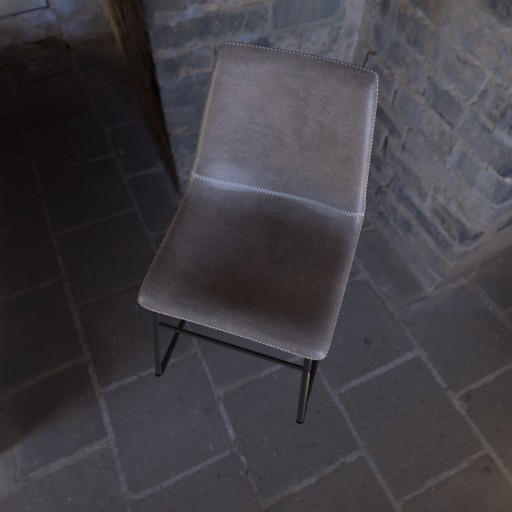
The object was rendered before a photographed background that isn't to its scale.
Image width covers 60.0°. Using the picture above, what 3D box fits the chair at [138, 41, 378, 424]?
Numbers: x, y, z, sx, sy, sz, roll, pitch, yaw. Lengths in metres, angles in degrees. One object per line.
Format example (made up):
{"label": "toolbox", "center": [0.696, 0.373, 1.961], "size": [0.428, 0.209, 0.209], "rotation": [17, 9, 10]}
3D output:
{"label": "chair", "center": [0.000, 0.000, 1.107], "size": [0.460, 0.780, 0.550], "rotation": [15, 59, 9]}
